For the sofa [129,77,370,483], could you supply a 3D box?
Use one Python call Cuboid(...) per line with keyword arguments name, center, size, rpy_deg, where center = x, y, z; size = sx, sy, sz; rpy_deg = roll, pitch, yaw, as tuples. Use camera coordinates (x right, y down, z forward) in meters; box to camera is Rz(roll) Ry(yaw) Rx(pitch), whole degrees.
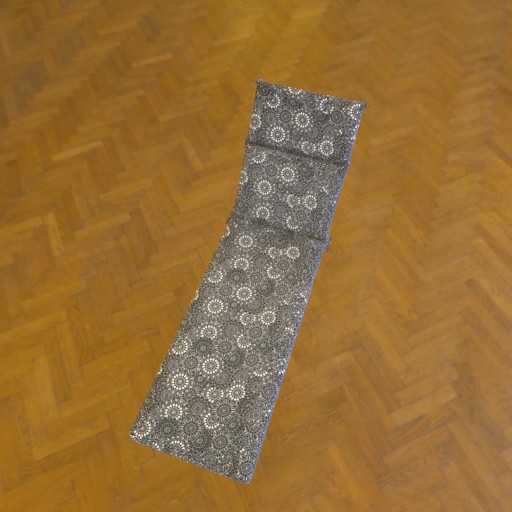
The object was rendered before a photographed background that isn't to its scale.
Cuboid(name="sofa", center=(0.000, 0.000, 1.938), size=(0.582, 0.622, 1.663), rpy_deg=(16, 59, 10))
